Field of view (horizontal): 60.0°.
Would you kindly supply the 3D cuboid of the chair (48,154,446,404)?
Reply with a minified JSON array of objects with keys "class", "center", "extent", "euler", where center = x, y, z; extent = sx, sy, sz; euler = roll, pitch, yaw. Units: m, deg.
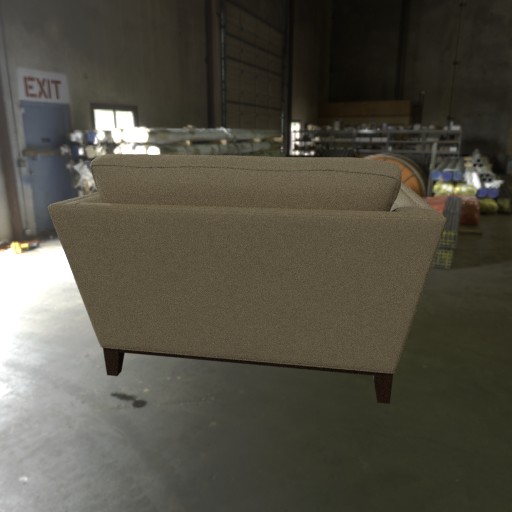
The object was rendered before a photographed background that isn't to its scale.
[{"class":"chair","center":[0.000,0.000,2.043],"extent":[1.397,0.940,0.965],"euler":[3,16,10]}]
